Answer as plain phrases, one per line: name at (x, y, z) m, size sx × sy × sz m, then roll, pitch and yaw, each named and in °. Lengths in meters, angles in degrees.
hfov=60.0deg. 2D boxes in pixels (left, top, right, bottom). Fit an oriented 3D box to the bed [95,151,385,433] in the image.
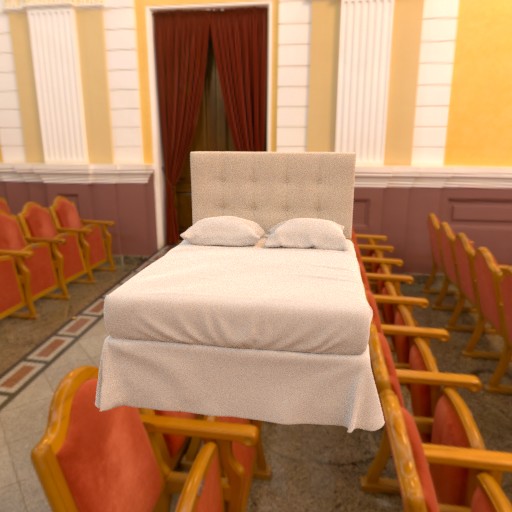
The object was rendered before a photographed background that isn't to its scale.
bed at (0.000, 0.000, 3.575) m, size 1.936 × 1.577 × 2.222 m, roll 2°, pitch 15°, yaw 8°
